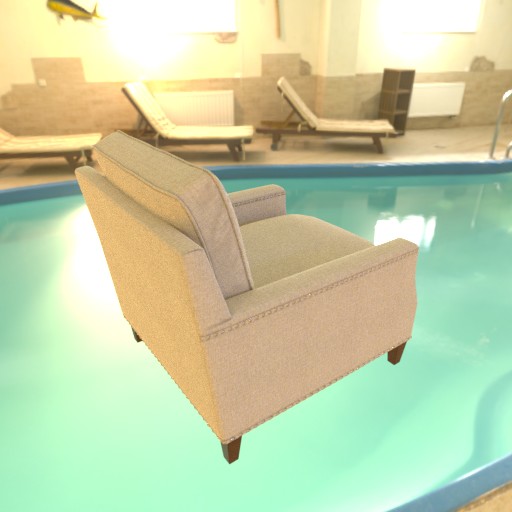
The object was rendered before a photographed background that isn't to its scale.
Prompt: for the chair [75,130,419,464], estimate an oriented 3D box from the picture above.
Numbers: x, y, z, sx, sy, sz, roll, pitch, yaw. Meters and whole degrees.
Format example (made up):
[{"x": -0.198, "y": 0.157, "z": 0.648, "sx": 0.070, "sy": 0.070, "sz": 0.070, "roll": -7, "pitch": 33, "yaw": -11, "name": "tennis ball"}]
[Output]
[{"x": 0.000, "y": 0.000, "z": 1.703, "sx": 1.014, "sy": 0.943, "sz": 0.853, "roll": -18, "pitch": 32, "yaw": -31, "name": "chair"}]
